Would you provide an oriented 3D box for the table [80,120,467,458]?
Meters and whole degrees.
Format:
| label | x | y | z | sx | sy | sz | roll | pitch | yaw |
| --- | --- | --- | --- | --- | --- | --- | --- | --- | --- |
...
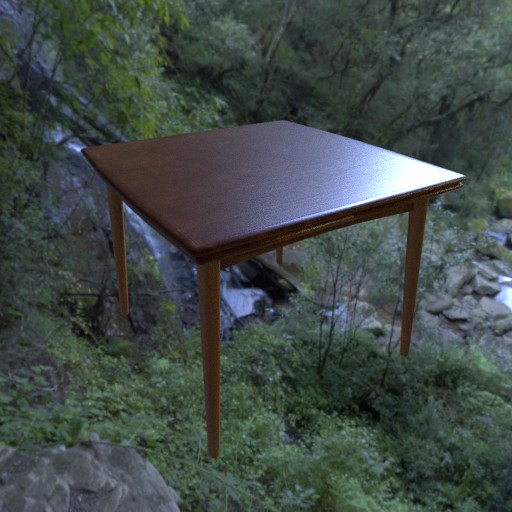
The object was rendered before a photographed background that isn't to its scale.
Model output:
| label | x | y | z | sx | sy | sz | roll | pitch | yaw |
| --- | --- | --- | --- | --- | --- | --- | --- | --- | --- |
| table | 0.000 | 0.000 | 1.708 | 0.991 | 0.754 | 0.991 | -17 | 33 | -28 |
